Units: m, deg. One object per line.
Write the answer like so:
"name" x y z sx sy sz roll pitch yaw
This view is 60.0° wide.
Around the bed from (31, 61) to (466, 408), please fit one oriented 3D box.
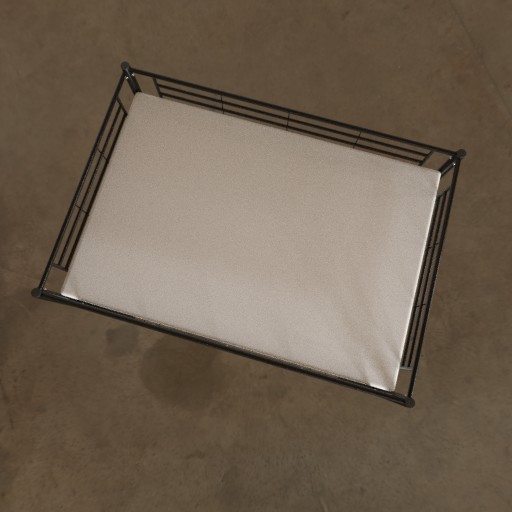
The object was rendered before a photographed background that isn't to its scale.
"bed" 0.000 0.000 3.205 1.994 1.803 1.397 16 79 3
